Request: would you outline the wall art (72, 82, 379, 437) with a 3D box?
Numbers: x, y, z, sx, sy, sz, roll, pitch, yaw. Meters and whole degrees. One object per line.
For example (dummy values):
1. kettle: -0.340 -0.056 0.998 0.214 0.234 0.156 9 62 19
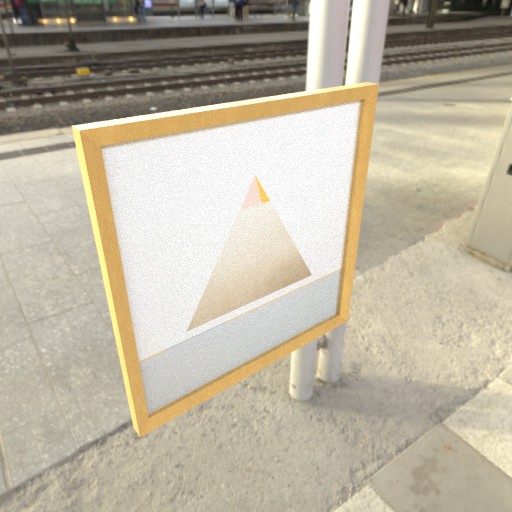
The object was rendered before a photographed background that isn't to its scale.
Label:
1. wall art: 0.000 0.000 2.878 1.935 1.936 0.097 -21 36 -32
